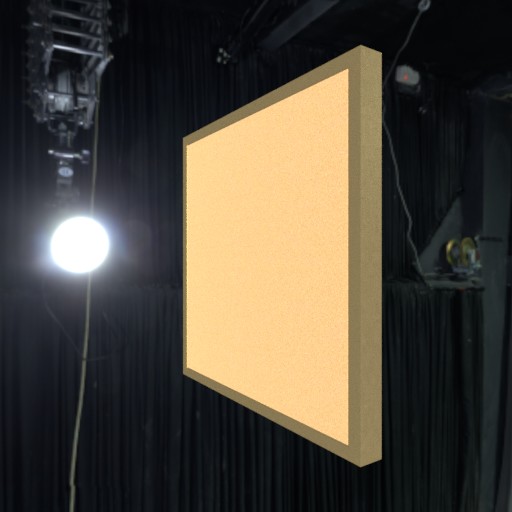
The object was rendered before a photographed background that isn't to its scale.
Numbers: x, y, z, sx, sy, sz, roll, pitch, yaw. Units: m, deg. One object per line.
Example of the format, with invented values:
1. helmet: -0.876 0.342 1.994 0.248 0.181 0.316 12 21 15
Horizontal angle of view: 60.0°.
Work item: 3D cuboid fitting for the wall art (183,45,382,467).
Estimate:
1. wall art: 0.000 0.000 1.908 0.095 1.284 1.284 0 0 -34
